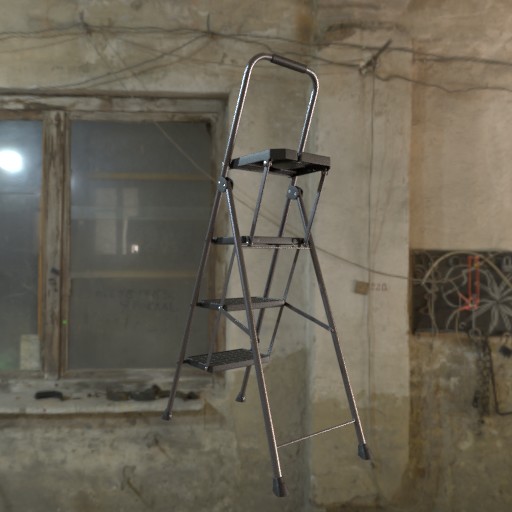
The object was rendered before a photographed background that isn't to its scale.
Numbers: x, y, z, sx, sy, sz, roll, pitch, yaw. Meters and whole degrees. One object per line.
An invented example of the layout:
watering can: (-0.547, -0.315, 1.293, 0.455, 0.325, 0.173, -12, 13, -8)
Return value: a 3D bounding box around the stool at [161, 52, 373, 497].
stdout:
stool: (0.000, 0.000, 1.576, 0.396, 1.277, 0.733, 0, 0, -37)
